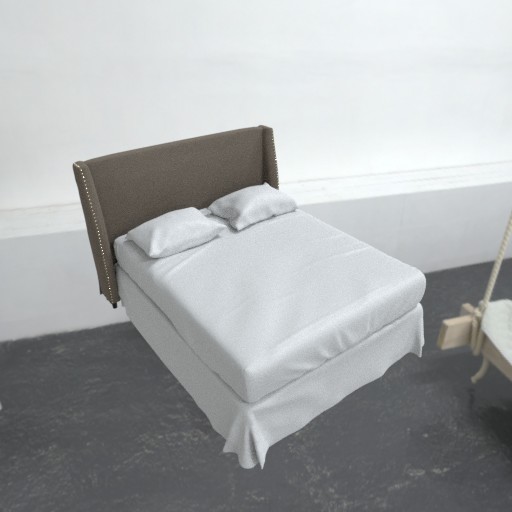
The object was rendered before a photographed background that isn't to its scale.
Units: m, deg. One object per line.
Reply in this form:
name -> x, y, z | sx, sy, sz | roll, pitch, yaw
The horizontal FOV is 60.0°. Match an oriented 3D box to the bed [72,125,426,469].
bed -> 0.000, 0.000, 3.494 | 1.925, 1.332, 2.276 | -21, 37, -31
